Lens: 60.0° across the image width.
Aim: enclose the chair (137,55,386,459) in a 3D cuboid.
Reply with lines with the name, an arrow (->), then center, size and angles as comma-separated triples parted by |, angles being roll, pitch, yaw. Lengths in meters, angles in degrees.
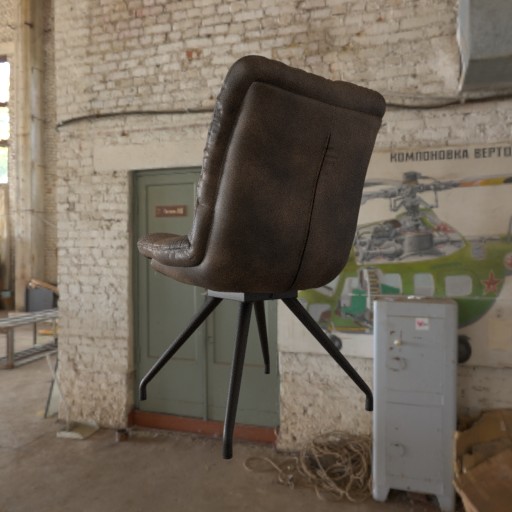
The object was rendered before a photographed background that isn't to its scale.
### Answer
chair -> 0.000, 0.000, 1.277 | 0.549, 0.870, 0.622 | 0, 1, -37
